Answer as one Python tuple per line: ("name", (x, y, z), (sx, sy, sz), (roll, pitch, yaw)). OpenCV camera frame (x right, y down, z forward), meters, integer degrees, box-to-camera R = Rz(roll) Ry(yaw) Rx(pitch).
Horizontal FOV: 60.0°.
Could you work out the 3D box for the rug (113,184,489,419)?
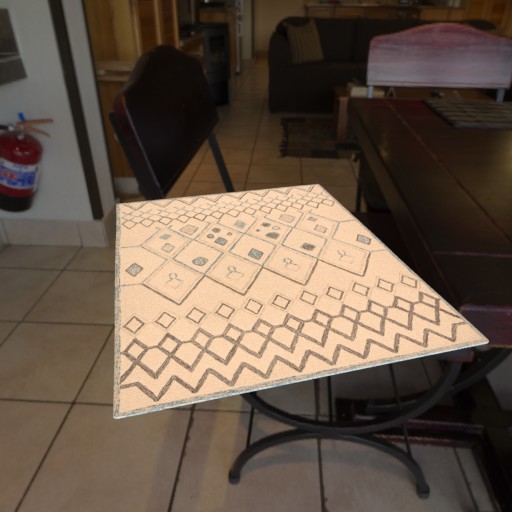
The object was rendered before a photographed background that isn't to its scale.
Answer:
("rug", (0.000, 0.000, 3.983), (2.441, 0.013, 3.056), (-8, 31, -13))
